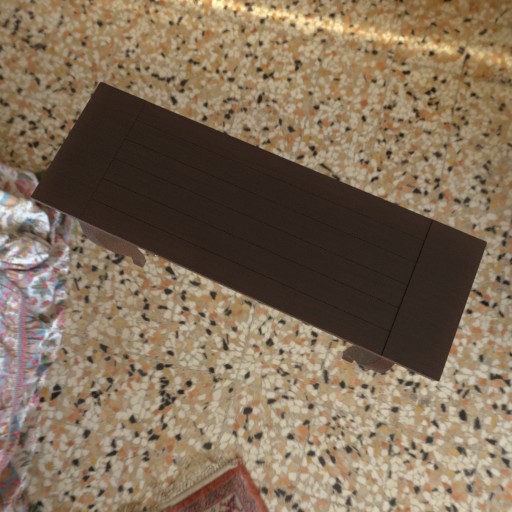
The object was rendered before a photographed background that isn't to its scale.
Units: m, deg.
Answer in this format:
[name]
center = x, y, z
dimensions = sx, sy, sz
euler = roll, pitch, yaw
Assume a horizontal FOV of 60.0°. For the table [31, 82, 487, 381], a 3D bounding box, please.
[table]
center = 0.000, 0.000, 1.454
dimensions = 1.062, 0.768, 0.373
euler = 24, 78, 6
